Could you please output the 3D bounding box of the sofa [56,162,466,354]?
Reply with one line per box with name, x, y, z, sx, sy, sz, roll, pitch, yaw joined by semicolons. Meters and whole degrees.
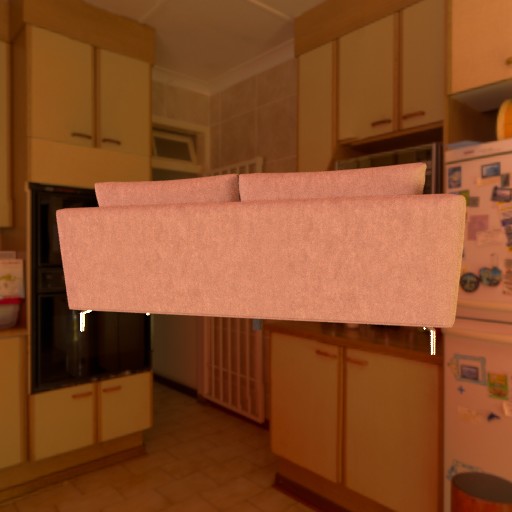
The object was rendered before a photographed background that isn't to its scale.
sofa;0.000;0.000;2.563;2.121;0.864;0.889;0;0;18
